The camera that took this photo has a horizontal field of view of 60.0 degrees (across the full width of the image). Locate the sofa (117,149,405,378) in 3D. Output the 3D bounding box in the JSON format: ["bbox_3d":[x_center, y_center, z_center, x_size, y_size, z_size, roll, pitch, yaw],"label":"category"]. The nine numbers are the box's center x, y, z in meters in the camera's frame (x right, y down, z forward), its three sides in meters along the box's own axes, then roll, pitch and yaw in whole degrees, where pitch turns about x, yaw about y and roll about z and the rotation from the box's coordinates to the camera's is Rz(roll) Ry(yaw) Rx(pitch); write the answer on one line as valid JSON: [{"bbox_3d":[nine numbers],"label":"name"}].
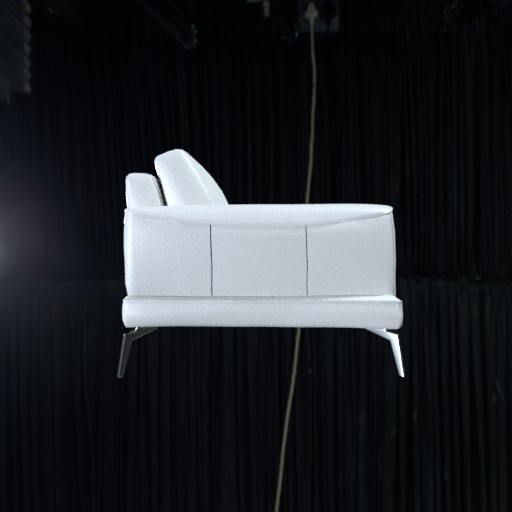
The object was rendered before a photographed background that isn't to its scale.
[{"bbox_3d":[0.000,0.000,2.741,1.121,0.930,2.177,0,0,-1],"label":"sofa"}]
